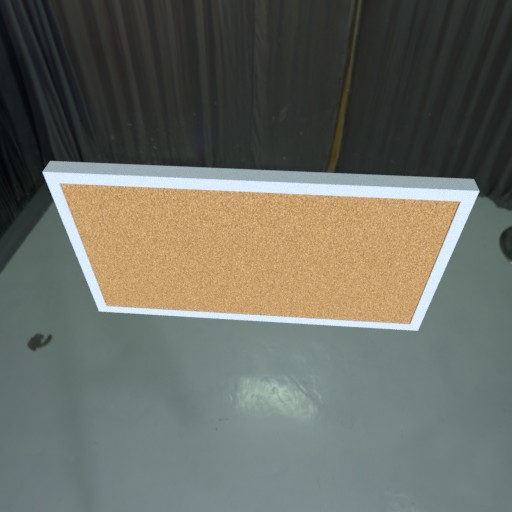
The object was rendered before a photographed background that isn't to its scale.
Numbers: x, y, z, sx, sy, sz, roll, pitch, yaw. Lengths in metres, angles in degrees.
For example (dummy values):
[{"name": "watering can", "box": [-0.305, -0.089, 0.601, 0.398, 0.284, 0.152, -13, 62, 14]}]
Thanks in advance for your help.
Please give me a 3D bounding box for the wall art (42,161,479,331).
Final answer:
[{"name": "wall art", "box": [0.000, 0.000, 0.987, 0.812, 0.431, 0.038, 3, 45, 3]}]
